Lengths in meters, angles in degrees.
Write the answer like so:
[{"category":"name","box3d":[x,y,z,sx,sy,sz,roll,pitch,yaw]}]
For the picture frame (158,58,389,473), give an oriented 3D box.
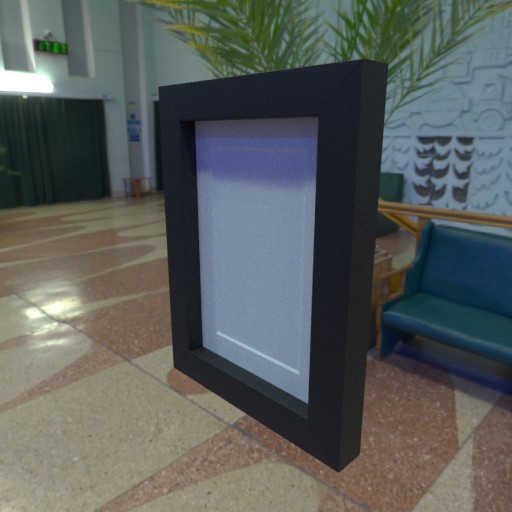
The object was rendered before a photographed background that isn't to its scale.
[{"category":"picture frame","box3d":[0.000,0.000,0.276,0.028,0.208,0.157,-14,21,-42]}]
